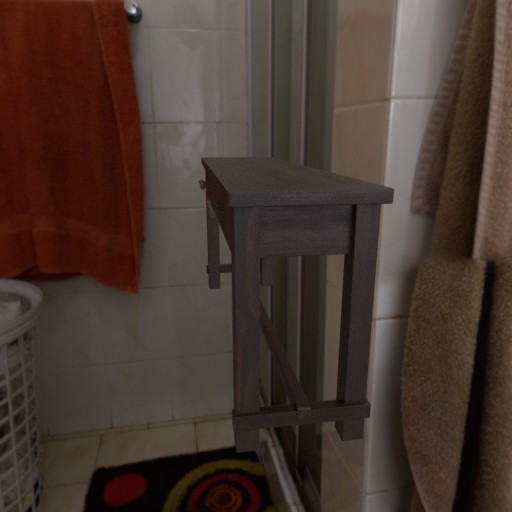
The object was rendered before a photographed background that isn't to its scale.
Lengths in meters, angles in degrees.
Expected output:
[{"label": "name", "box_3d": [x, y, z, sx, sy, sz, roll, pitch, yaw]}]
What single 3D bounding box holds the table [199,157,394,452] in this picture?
[{"label": "table", "box_3d": [0.000, 0.000, 1.921, 0.442, 0.762, 1.599, -2, 16, -9]}]
